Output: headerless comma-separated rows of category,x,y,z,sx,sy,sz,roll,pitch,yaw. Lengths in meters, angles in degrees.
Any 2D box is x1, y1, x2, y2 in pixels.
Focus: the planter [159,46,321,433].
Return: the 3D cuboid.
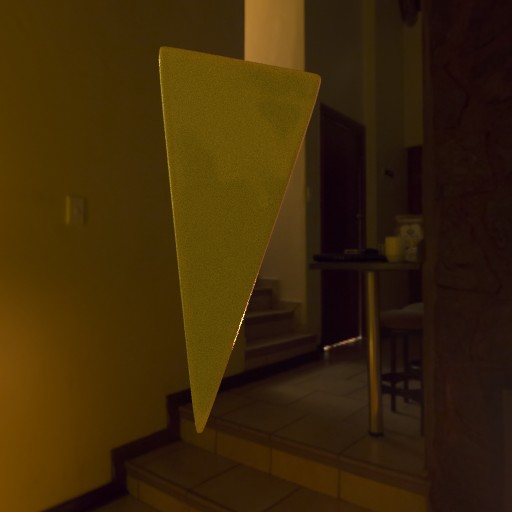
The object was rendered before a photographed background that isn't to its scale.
planter,0.000,0.000,0.215,0.064,0.178,0.080,0,-1,19
